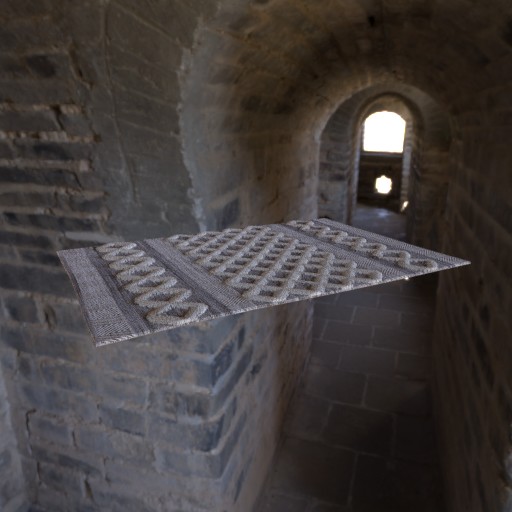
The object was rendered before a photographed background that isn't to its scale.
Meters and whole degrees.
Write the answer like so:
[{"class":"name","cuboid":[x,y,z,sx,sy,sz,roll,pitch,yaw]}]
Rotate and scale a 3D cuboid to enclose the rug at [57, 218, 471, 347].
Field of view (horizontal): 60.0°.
[{"class":"rug","cuboid":[0.000,0.000,2.329,1.823,0.030,1.222,-9,19,-27]}]
